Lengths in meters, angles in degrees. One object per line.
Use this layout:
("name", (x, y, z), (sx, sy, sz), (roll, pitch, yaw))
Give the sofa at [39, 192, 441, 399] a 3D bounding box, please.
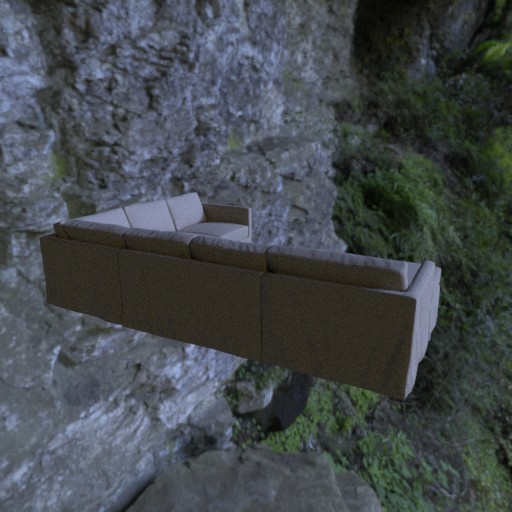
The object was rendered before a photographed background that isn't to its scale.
("sofa", (0.000, 0.000, 4.553), (3.528, 0.878, 2.476), (8, 18, 27))
